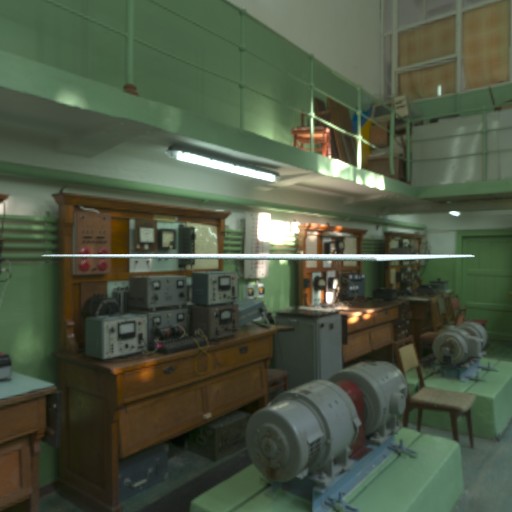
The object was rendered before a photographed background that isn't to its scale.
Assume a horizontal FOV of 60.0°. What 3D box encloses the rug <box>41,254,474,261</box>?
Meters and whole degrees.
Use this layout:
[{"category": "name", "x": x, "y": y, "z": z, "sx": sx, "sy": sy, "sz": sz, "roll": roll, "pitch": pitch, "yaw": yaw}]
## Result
[{"category": "rug", "x": 0.000, "y": 0.000, "z": 2.778, "sx": 2.202, "sy": 0.014, "sz": 1.598, "roll": 0, "pitch": 1, "yaw": 37}]
